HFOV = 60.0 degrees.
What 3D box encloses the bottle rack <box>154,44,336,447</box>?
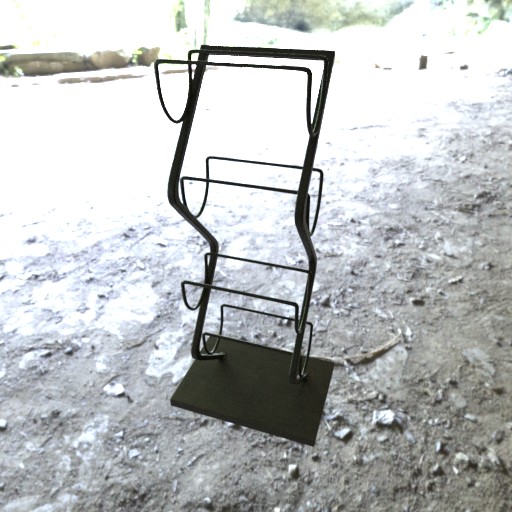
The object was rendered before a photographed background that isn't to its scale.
[{"bbox_3d":[0.000,0.000,0.661,0.254,0.559,0.178,10,33,16],"label":"bottle rack"}]
